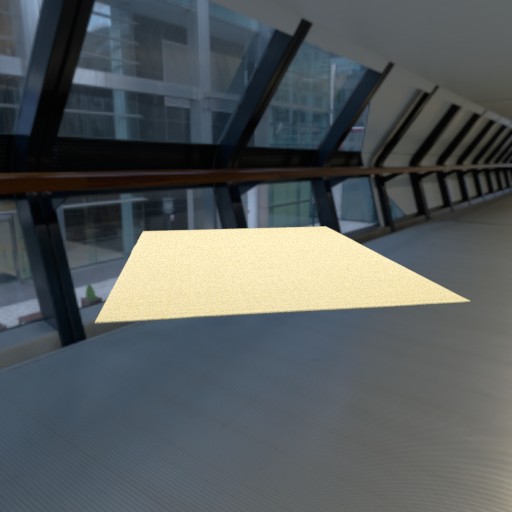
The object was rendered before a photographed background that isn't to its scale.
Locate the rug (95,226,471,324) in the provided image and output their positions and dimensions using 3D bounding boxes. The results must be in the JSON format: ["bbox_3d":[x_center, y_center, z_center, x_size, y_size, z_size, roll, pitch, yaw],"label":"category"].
[{"bbox_3d":[0.000,0.000,4.345,2.452,0.016,3.204,-2,13,-9],"label":"rug"}]
